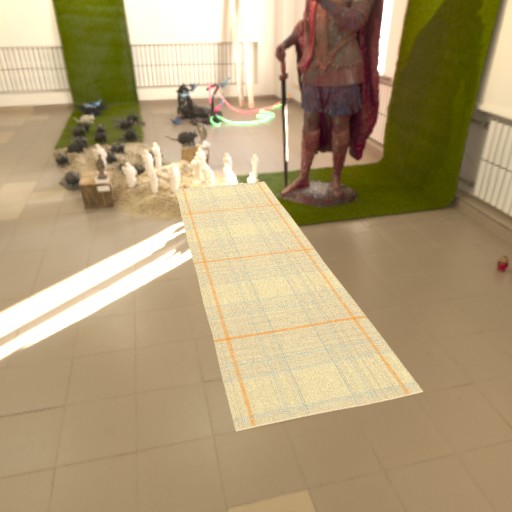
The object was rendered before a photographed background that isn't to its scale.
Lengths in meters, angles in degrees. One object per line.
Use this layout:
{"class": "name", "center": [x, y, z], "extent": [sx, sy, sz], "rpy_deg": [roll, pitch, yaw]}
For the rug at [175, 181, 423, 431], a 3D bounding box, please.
{"class": "rug", "center": [0.000, 0.000, 2.718], "extent": [0.770, 0.016, 2.442], "rpy_deg": [-7, 31, -12]}
